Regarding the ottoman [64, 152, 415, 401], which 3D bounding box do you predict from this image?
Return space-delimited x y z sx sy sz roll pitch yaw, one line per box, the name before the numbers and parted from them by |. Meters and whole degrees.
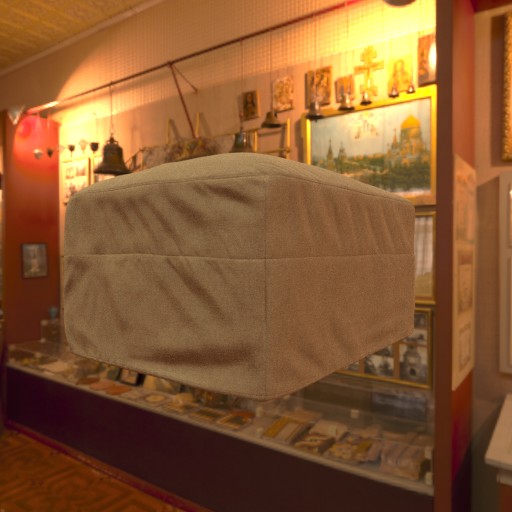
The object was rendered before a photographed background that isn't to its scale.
ottoman | 0.000 0.000 1.257 0.683 0.481 0.837 1 1 37
